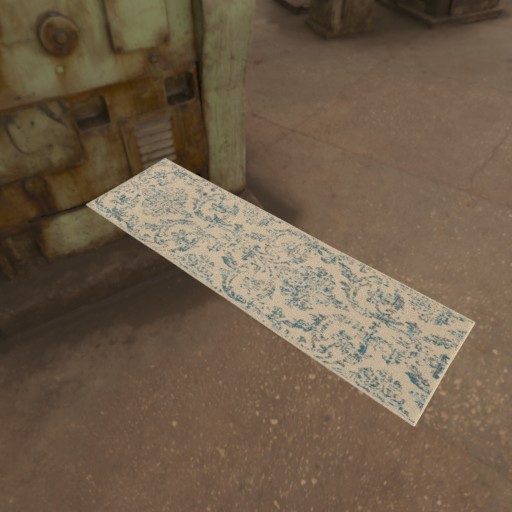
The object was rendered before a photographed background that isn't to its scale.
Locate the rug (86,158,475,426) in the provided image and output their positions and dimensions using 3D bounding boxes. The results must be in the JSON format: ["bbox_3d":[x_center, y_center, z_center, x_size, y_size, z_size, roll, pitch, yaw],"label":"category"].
[{"bbox_3d":[0.000,0.000,2.442,2.196,0.011,0.662,31,53,26],"label":"rug"}]
